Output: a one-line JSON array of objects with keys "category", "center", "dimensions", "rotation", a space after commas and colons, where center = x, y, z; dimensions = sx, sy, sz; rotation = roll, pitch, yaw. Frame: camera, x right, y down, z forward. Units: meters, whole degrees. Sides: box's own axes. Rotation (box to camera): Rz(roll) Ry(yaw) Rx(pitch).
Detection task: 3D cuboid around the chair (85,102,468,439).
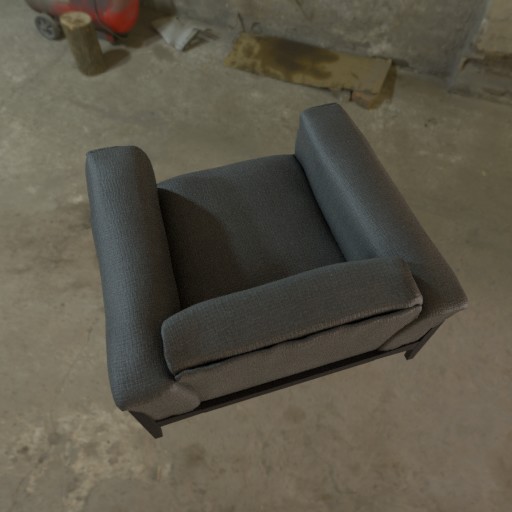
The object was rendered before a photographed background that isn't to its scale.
[{"category": "chair", "center": [0.000, 0.000, 1.640], "dimensions": [1.056, 0.646, 0.969], "rotation": [-14, 58, -9]}]
